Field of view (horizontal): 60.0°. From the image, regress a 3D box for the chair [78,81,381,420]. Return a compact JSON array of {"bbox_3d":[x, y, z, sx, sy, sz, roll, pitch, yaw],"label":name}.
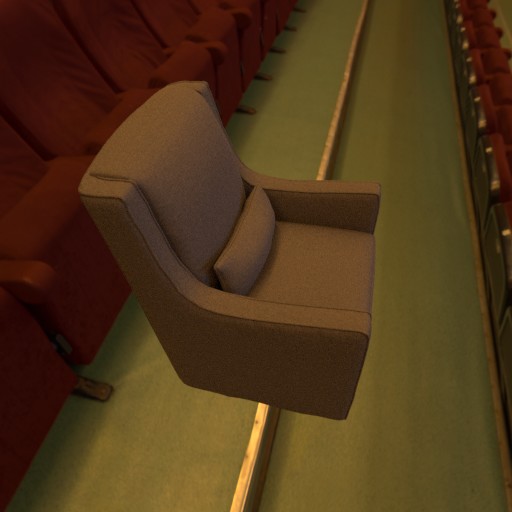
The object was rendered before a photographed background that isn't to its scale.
[{"bbox_3d":[0.000,0.000,1.621,0.879,0.993,0.732,10,46,10],"label":"chair"}]
